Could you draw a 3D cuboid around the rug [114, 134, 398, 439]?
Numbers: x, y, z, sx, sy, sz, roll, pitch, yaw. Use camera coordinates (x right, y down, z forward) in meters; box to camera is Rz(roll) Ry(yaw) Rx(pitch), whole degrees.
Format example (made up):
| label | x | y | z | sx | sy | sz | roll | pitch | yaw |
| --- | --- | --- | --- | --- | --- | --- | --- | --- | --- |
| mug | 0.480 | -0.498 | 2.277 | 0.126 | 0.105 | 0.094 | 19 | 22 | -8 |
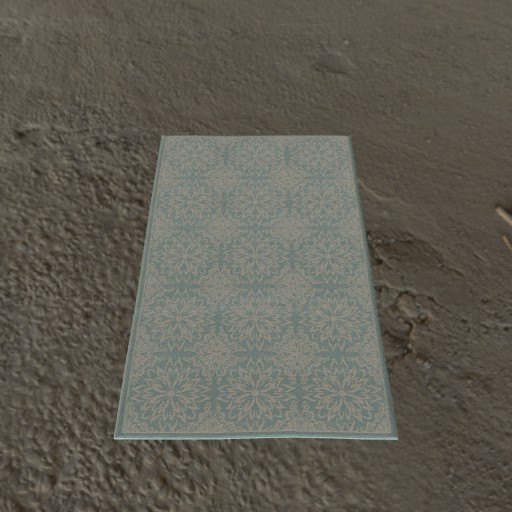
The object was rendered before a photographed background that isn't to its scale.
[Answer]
| label | x | y | z | sx | sy | sz | roll | pitch | yaw |
| --- | --- | --- | --- | --- | --- | --- | --- | --- | --- |
| rug | 0.000 | 0.000 | 2.378 | 1.219 | 0.012 | 1.840 | 0 | 58 | 0 |
